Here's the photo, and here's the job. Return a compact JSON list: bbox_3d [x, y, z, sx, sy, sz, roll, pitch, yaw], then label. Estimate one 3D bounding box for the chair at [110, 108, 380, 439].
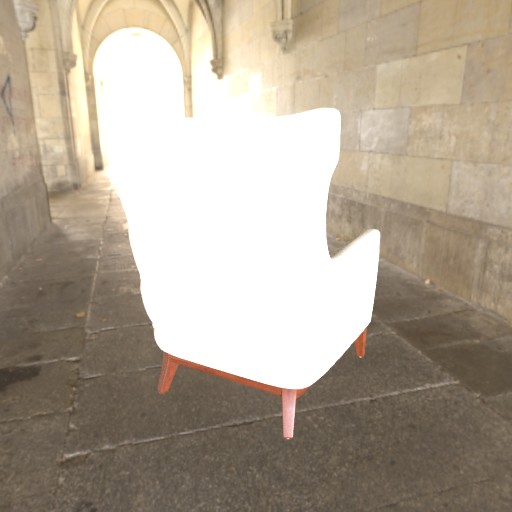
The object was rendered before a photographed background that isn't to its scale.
[{"bbox_3d":[0.000,0.000,1.736,0.778,1.079,0.899,9,18,28],"label":"chair"}]
